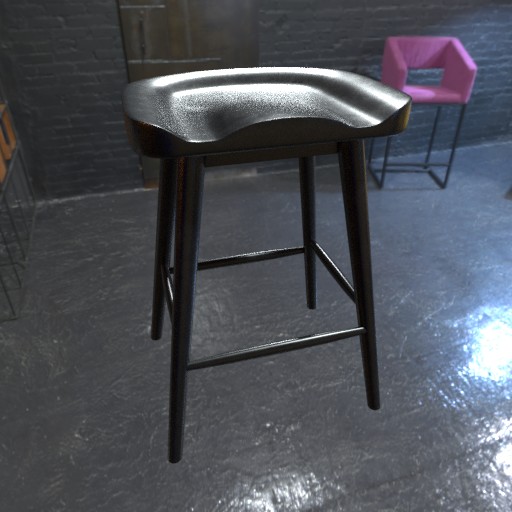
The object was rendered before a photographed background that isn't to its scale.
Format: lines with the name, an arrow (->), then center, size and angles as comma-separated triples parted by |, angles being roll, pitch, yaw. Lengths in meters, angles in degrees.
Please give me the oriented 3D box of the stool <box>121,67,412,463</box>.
stool -> 0.000, 0.000, 0.842 | 0.440, 0.615, 0.361 | -9, 34, -14
